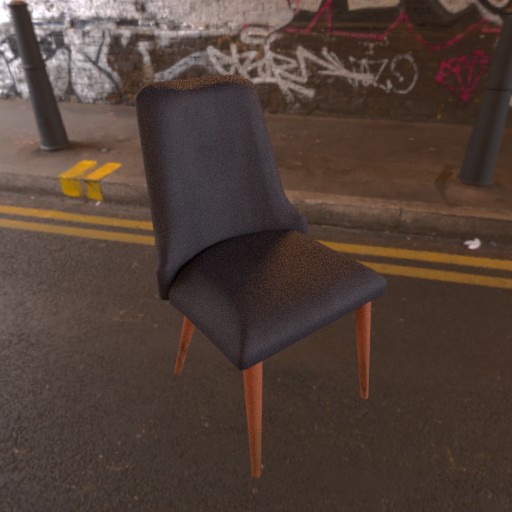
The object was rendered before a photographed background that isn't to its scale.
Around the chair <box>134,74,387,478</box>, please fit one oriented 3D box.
[{"bbox_3d":[0.000,0.000,1.166,0.504,0.820,0.567,-21,36,-32],"label":"chair"}]
